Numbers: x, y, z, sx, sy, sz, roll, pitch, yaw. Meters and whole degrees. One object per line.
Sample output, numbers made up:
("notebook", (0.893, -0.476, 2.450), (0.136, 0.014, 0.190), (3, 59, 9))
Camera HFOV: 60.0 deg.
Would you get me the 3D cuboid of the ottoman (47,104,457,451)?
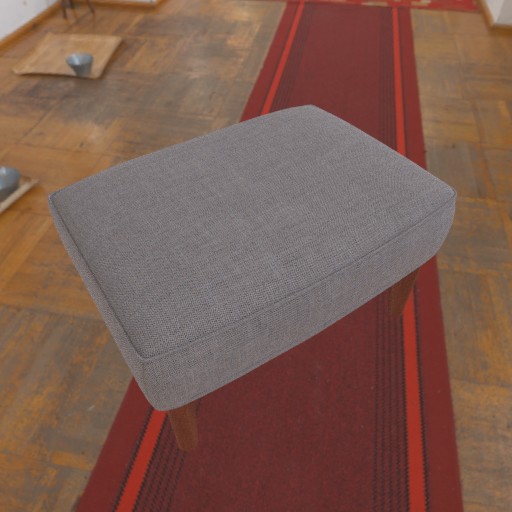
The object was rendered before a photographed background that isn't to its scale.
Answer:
("ottoman", (0.000, 0.000, 1.061), (0.750, 0.458, 0.555), (-26, 51, -23))
